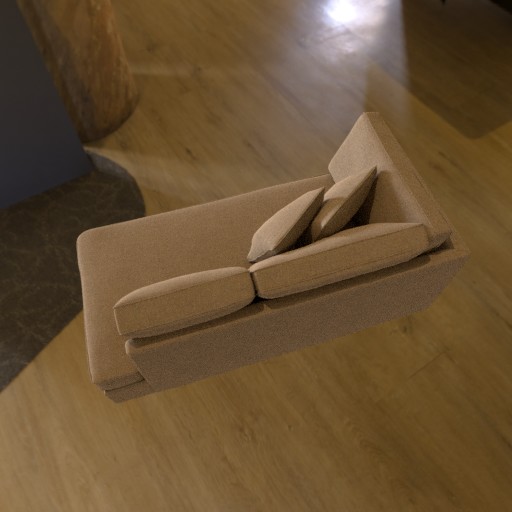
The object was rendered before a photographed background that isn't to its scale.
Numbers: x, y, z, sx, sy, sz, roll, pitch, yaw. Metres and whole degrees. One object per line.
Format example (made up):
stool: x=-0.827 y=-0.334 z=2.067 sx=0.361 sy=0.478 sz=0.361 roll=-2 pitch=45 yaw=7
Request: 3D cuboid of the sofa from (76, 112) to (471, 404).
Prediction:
sofa: x=0.000 y=0.000 z=2.859 sx=2.238 sy=1.019 sz=1.110 roll=-15 pitch=60 yaw=-9
